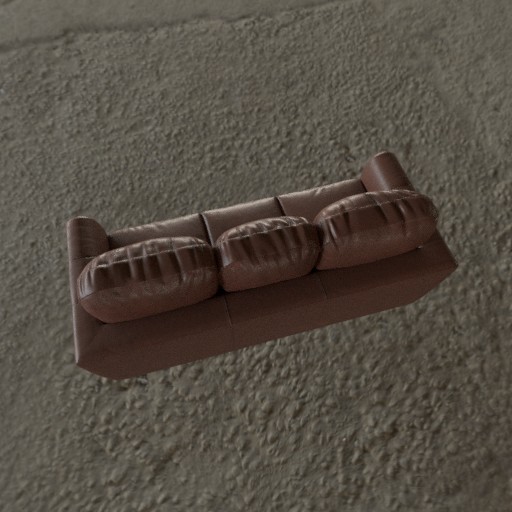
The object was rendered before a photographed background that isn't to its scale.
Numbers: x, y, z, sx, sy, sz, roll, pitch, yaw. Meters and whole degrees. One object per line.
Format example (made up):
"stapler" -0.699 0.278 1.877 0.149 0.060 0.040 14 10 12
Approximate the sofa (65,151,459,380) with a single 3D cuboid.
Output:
"sofa" 0.000 0.000 2.351 1.862 0.915 0.802 -13 60 -8
